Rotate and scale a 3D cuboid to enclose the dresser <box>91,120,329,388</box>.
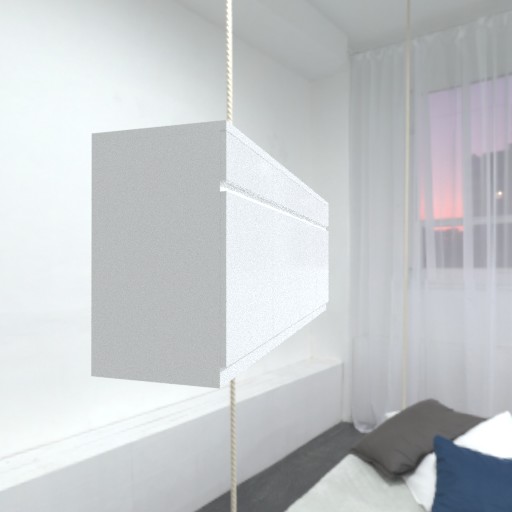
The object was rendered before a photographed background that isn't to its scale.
[{"bbox_3d":[0.000,0.000,2.506,0.500,0.840,2.200,0,0,18],"label":"dresser"}]
